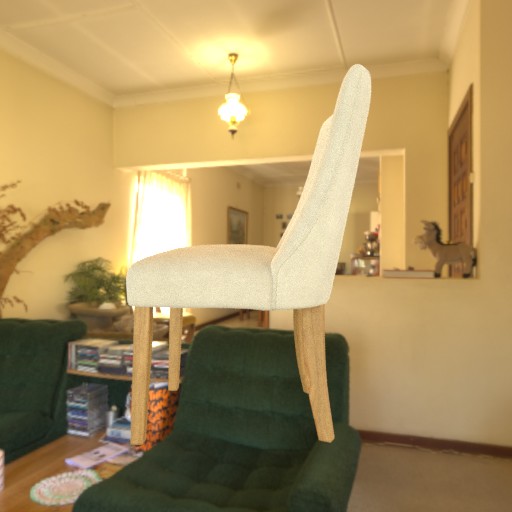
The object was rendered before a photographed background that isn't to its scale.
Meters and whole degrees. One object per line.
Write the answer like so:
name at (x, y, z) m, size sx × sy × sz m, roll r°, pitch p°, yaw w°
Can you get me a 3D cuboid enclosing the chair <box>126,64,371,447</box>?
chair at (0.000, 0.000, 1.261) m, size 0.610 × 0.902 × 0.495 m, roll 0°, pitch 0°, yaw 1°
